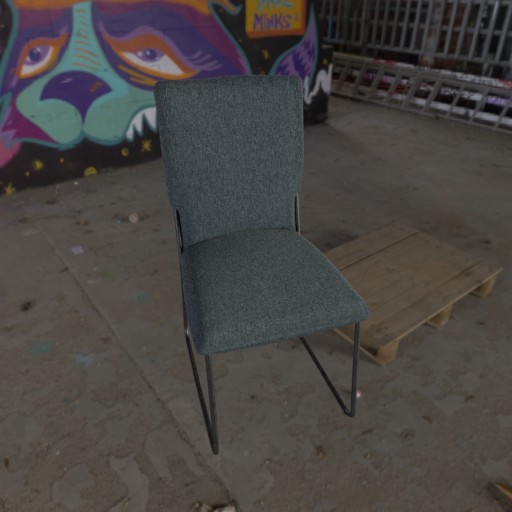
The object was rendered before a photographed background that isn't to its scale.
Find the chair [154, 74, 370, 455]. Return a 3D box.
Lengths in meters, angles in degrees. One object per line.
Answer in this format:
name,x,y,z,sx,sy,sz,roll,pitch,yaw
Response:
chair,0.000,0.000,1.331,0.480,0.931,0.635,-9,33,-15
